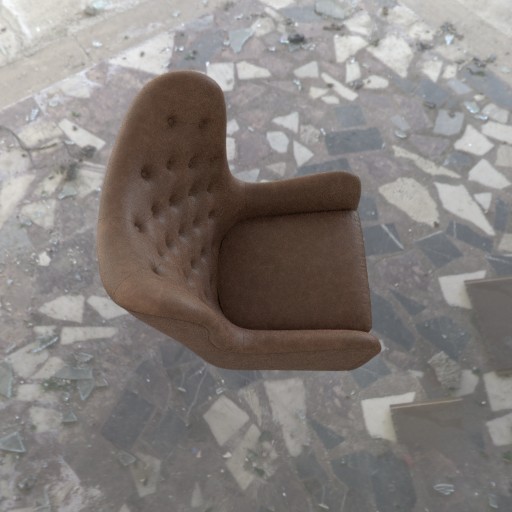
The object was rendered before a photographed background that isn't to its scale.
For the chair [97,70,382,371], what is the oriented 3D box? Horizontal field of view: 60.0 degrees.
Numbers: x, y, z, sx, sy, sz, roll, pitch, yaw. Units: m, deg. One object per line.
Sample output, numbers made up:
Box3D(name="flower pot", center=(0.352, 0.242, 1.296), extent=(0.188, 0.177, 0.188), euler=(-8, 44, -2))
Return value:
Box3D(name="chair", center=(0.000, 0.000, 1.722), extent=(0.930, 1.079, 0.831), euler=(0, 65, 0))
